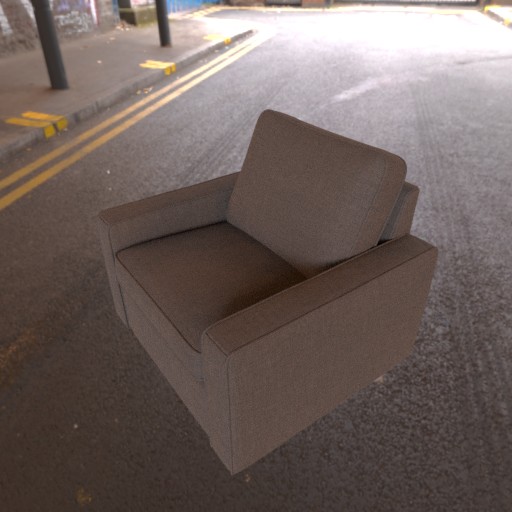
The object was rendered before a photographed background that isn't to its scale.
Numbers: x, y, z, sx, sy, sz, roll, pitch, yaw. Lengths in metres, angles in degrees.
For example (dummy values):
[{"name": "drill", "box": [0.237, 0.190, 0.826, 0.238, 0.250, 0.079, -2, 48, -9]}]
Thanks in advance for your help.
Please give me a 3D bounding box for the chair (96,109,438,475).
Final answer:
[{"name": "chair", "box": [0.000, 0.000, 1.754, 0.940, 0.919, 1.017, -22, 39, -29]}]
